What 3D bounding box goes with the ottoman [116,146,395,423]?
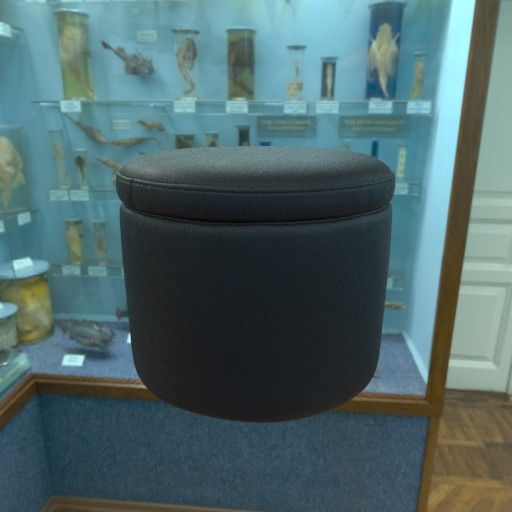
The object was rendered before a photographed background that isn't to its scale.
[{"bbox_3d":[0.000,0.000,0.872,0.501,0.409,0.501,0,17,0],"label":"ottoman"}]
